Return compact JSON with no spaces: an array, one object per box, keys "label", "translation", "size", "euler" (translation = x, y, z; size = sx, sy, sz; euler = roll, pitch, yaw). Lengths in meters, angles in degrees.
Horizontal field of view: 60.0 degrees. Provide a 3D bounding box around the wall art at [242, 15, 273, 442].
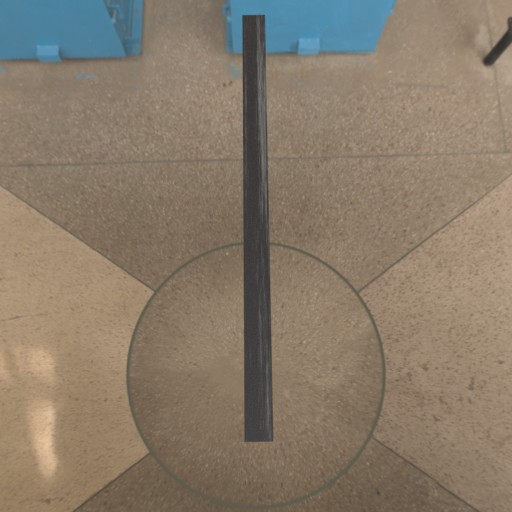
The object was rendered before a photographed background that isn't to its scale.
[{"label":"wall art","translation":[0.000,0.000,1.124],"size":[0.043,0.758,0.762],"euler":[-1,76,0]}]
